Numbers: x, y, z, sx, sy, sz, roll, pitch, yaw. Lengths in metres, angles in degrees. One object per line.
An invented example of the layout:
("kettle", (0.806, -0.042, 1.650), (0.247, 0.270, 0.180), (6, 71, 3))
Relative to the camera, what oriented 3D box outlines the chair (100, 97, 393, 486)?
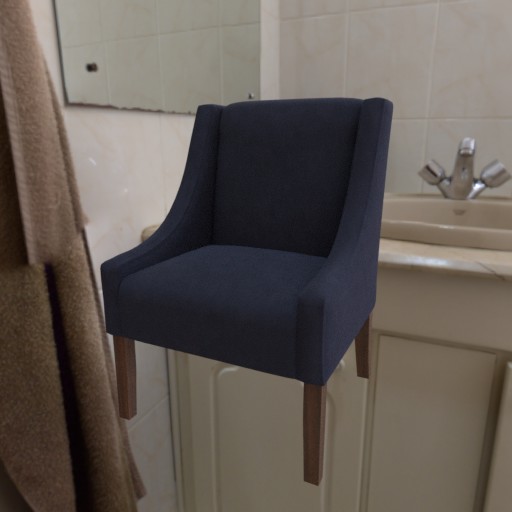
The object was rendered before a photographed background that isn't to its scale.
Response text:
("chair", (0.000, 0.000, 1.287), (0.629, 0.895, 0.629), (7, 16, 25))
